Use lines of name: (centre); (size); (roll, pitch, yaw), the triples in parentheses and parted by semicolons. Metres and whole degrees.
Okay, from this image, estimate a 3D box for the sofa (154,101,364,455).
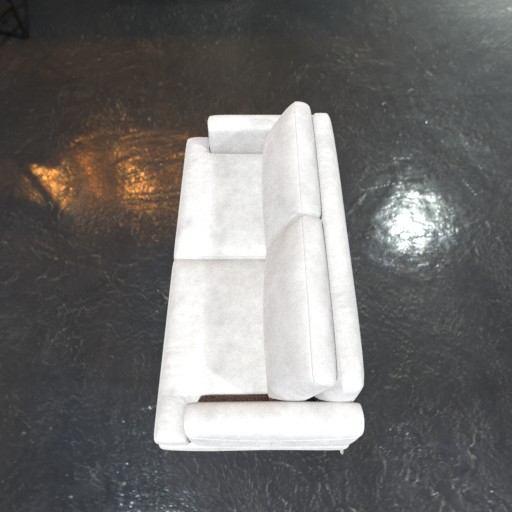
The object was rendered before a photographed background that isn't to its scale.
sofa: (0.000, 0.000, 2.539); (0.980, 0.830, 2.013); (0, 58, 0)
